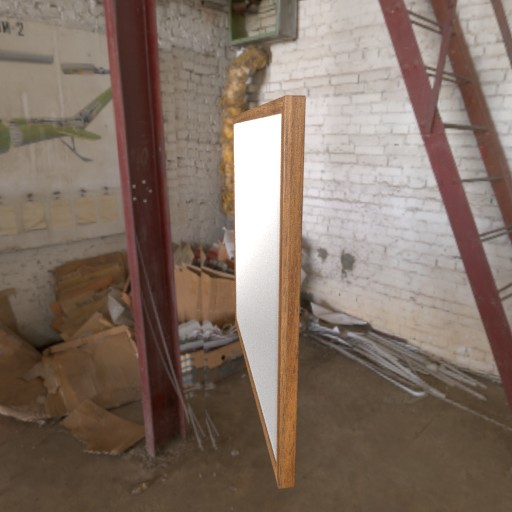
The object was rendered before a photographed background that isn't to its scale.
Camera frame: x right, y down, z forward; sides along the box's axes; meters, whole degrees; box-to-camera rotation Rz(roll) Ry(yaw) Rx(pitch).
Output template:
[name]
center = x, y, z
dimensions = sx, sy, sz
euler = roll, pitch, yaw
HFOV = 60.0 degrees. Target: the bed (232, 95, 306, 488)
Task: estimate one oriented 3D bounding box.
[bed]
center = 0.000, 0.000, 1.497
dimensions = 0.043, 0.940, 1.041
euler = -2, 15, -8
